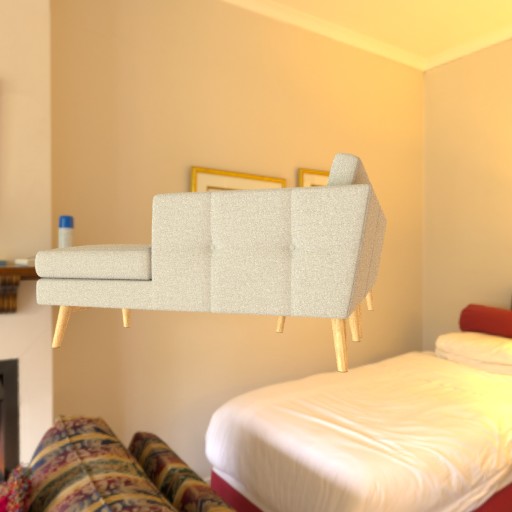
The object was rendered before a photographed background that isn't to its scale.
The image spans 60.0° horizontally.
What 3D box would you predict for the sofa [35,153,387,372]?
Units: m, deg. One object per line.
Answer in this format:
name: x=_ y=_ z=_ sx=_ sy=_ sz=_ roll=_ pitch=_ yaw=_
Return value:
sofa: x=0.000 y=0.000 z=2.788 sx=1.530 sy=0.860 sz=2.040 roll=0 pitch=1 yaw=18
